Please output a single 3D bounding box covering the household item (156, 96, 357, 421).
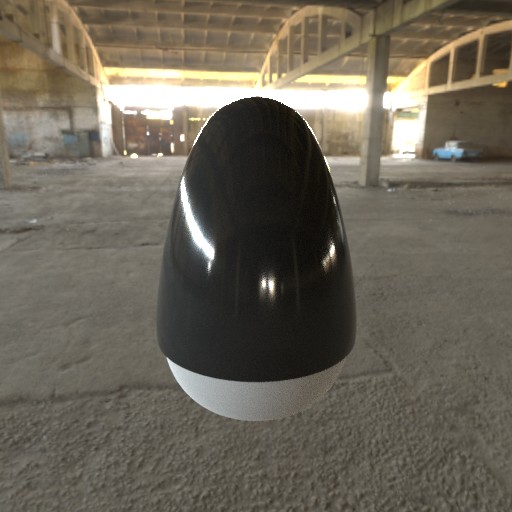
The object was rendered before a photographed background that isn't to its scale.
[{"bbox_3d":[0.000,0.000,0.223,0.102,0.152,0.104,-3,15,-9],"label":"household item"}]
